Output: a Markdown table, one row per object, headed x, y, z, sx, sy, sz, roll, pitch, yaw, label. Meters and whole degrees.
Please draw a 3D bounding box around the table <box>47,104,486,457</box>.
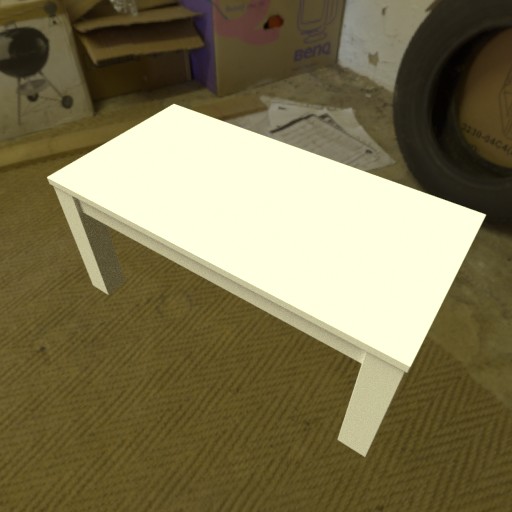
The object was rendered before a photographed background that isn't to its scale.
| x | y | z | sx | sy | sz | roll | pitch | yaw | label |
| --- | --- | --- | --- | --- | --- | --- | --- | --- | --- |
| 0.000 | 0.000 | 2.296 | 1.800 | 0.790 | 0.900 | 26 | 51 | 23 | table |
